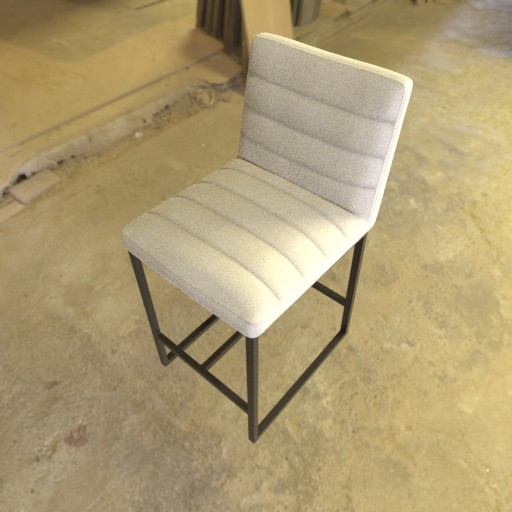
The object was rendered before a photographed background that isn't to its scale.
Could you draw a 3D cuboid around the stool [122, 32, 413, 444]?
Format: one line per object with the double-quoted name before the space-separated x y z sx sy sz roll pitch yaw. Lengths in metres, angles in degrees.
"stool" 0.000 0.000 1.256 0.459 0.971 0.567 32 54 27
